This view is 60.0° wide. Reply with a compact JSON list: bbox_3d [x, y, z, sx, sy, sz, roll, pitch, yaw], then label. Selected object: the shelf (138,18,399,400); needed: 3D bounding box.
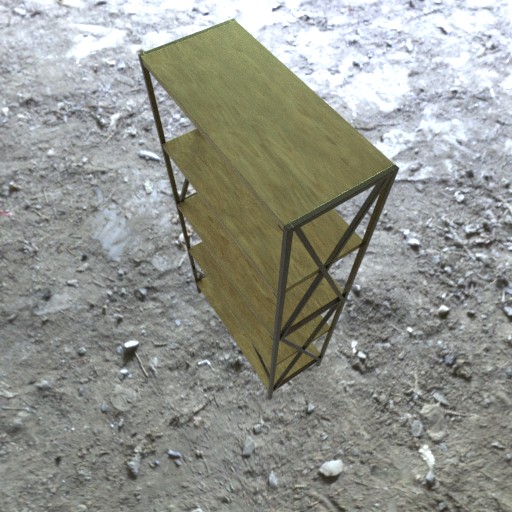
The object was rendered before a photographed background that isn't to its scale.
[{"bbox_3d":[0.000,0.000,2.147,0.386,1.803,0.874,-30,63,-17],"label":"shelf"}]
